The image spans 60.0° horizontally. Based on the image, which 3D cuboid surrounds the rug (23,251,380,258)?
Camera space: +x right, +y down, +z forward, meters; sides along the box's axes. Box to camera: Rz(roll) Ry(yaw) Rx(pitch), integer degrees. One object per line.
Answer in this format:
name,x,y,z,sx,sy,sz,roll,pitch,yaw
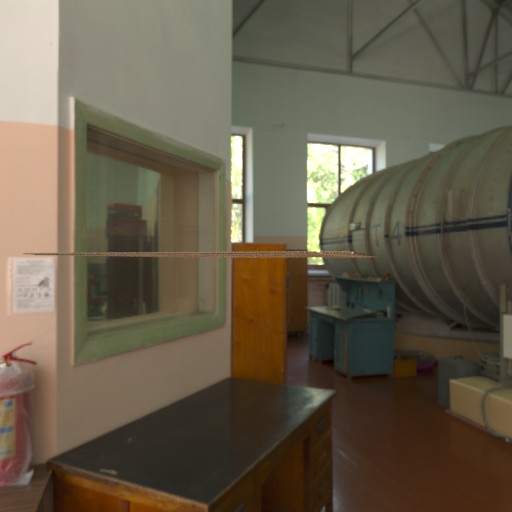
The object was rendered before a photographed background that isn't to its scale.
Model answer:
rug,0.000,0.000,4.207,2.143,0.015,3.422,0,-1,18
